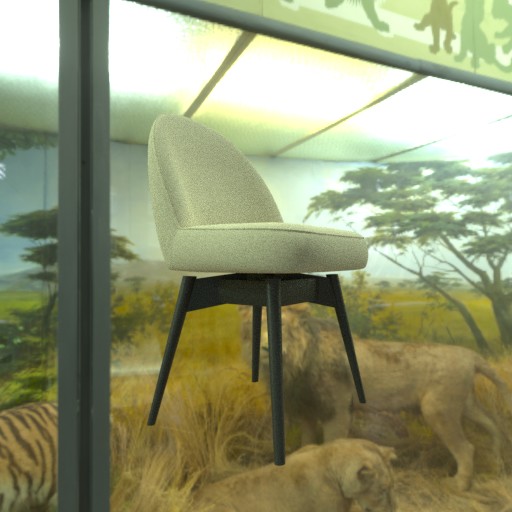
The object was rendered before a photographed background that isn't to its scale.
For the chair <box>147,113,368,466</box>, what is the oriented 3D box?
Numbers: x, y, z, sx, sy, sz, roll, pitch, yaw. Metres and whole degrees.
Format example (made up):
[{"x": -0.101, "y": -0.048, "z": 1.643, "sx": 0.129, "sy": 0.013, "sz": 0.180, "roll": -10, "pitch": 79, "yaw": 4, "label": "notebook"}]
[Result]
[{"x": 0.000, "y": 0.000, "z": 1.202, "sx": 0.540, "sy": 0.838, "sz": 0.532, "roll": 0, "pitch": 0, "yaw": 34, "label": "chair"}]
